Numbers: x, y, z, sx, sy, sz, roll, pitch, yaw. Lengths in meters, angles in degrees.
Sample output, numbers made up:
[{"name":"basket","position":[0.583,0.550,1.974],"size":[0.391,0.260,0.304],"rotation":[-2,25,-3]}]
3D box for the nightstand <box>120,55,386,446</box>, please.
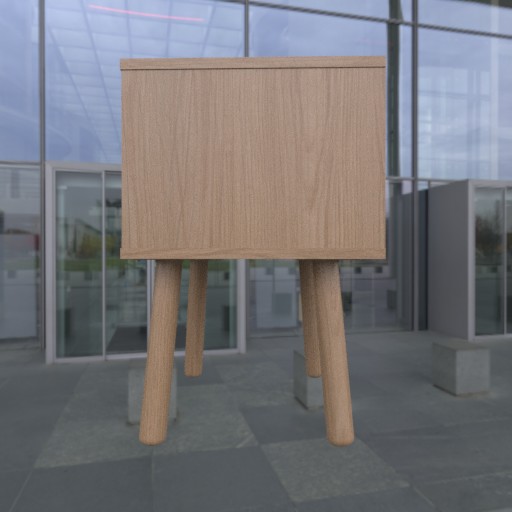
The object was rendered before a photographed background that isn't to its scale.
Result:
[{"name":"nightstand","position":[0.000,0.000,0.859],"size":[0.380,0.571,0.450],"rotation":[0,0,2]}]
